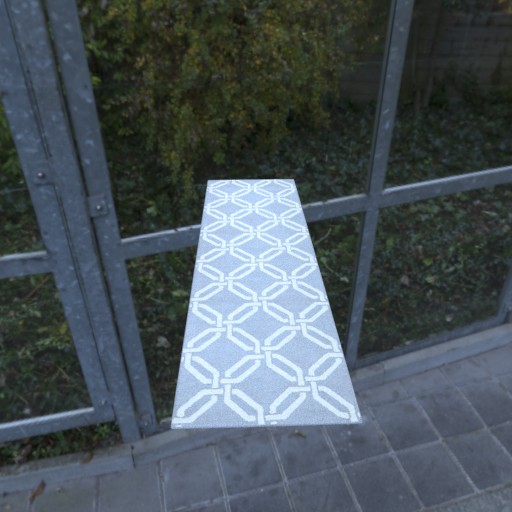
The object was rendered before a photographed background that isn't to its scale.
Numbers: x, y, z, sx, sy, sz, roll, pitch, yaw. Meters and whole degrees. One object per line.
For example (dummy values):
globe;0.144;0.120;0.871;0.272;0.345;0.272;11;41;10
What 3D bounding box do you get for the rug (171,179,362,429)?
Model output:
rug;0.000;0.000;2.524;0.678;0.014;2.276;-1;32;-2
